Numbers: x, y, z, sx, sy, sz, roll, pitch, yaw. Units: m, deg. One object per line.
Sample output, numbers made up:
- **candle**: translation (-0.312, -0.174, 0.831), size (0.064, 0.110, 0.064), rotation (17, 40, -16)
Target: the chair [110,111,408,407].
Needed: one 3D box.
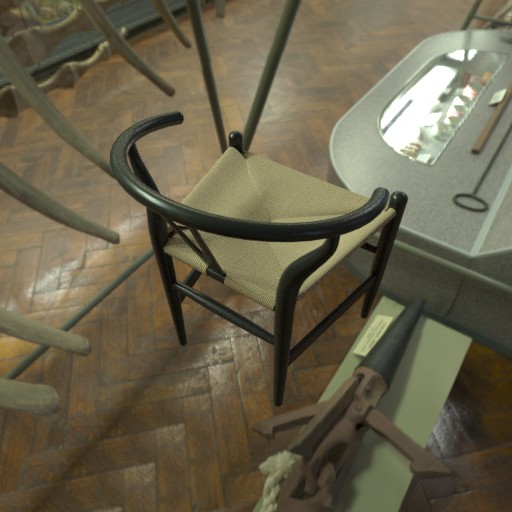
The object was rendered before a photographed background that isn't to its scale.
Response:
- **chair**: translation (0.000, 0.000, 1.141), size (0.570, 0.739, 0.570), rotation (26, 52, 23)
